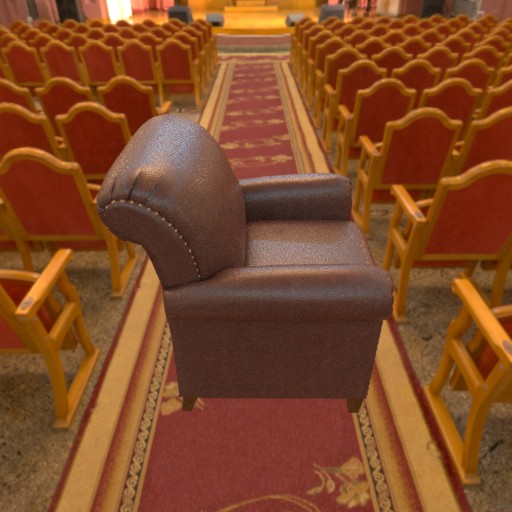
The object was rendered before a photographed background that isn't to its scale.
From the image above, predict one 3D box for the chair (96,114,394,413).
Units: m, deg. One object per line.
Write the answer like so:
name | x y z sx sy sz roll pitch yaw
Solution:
chair | 0.000 0.000 1.669 0.890 0.927 0.854 0 34 0
